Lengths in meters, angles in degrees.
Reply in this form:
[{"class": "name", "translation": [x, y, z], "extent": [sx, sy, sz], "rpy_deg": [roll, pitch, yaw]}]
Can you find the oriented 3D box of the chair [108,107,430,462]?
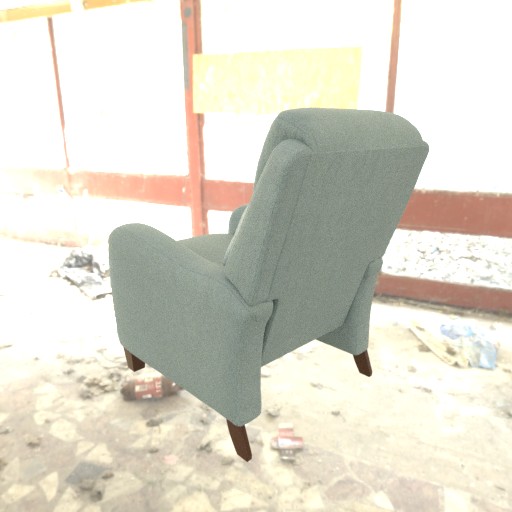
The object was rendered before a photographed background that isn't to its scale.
[{"class": "chair", "translation": [0.000, 0.000, 1.718], "extent": [0.785, 1.067, 0.988], "rpy_deg": [-15, 22, -42]}]
